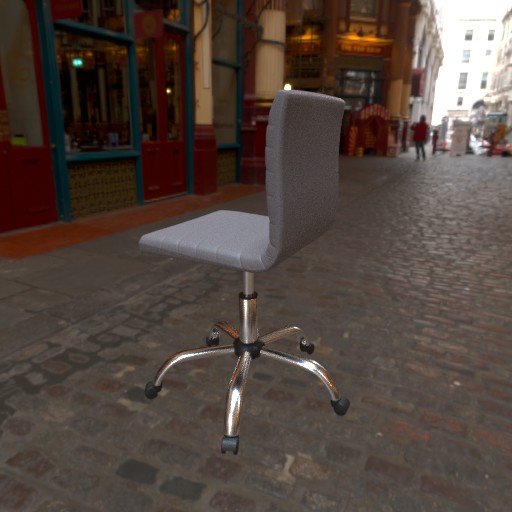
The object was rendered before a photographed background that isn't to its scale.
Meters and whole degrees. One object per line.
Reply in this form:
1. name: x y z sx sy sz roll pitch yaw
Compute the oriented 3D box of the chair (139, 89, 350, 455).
1. chair: 0.000 0.000 1.143 0.530 0.780 0.556 8 18 25
